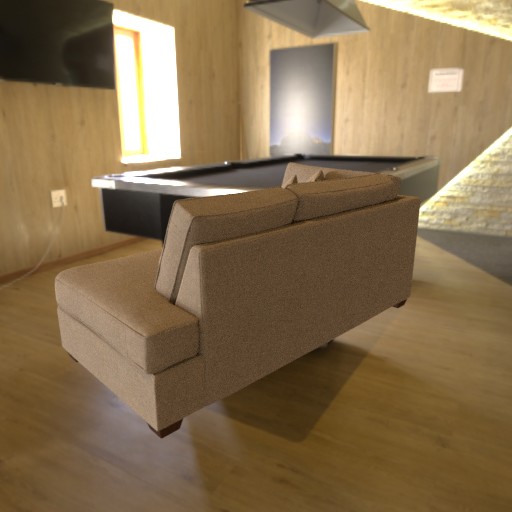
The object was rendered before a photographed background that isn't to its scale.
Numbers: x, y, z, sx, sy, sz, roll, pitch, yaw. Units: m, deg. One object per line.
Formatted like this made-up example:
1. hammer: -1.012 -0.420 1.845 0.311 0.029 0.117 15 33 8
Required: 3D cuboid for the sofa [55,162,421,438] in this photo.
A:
1. sofa: 0.000 0.000 2.857 2.238 1.019 1.110 -16 23 -42
